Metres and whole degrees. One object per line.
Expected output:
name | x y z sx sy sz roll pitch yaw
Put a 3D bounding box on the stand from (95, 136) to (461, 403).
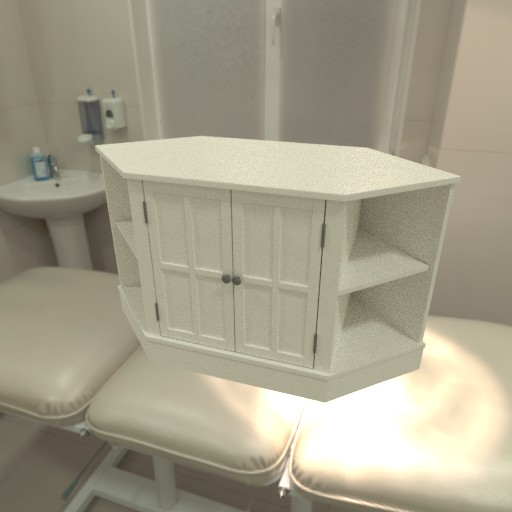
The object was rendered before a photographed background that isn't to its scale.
stand | 0.000 0.000 1.386 1.072 0.614 0.477 9 28 16
